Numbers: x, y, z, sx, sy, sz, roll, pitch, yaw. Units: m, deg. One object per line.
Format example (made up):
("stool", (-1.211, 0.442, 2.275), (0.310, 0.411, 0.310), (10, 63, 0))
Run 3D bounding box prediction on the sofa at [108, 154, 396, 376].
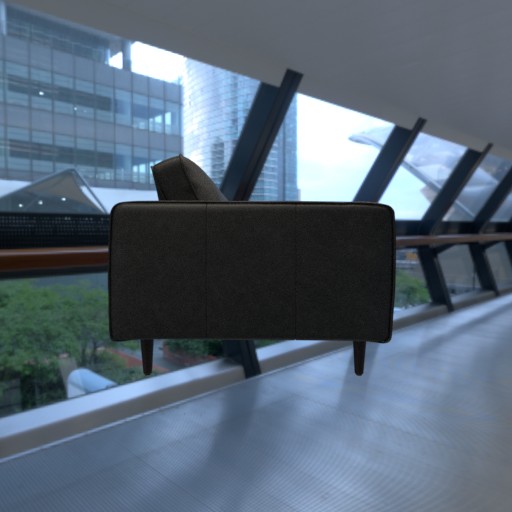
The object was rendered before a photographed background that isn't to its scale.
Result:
("sofa", (0.000, 0.000, 2.296), (0.921, 0.770, 1.879), (0, 2, 0))
